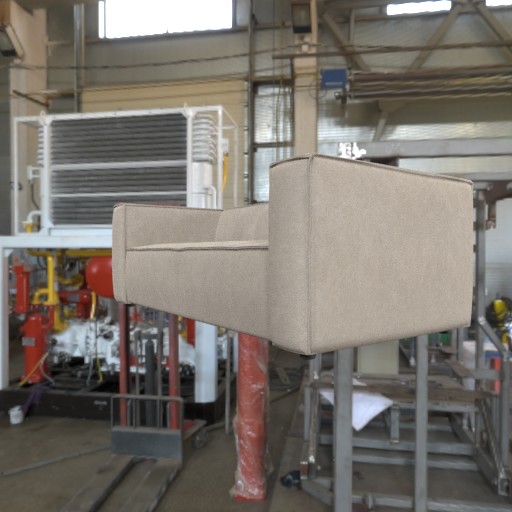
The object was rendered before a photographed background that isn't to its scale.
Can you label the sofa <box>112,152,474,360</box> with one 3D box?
[{"bbox_3d":[0.000,0.000,2.462,1.038,0.680,1.995,0,1,-35],"label":"sofa"}]
